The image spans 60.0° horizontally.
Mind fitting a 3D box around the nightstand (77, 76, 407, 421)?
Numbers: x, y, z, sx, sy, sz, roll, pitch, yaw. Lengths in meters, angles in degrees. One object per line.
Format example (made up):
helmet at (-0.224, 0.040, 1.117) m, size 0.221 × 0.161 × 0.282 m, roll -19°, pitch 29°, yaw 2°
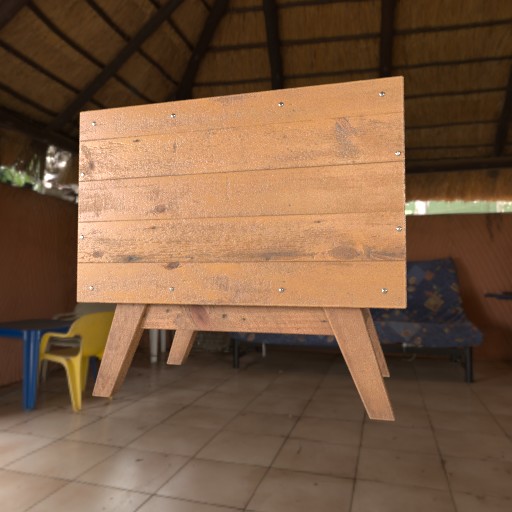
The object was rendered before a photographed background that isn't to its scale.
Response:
nightstand at (0.000, 0.000, 1.054) m, size 0.650 × 0.599 × 0.450 m, roll -1°, pitch -2°, yaw 15°
